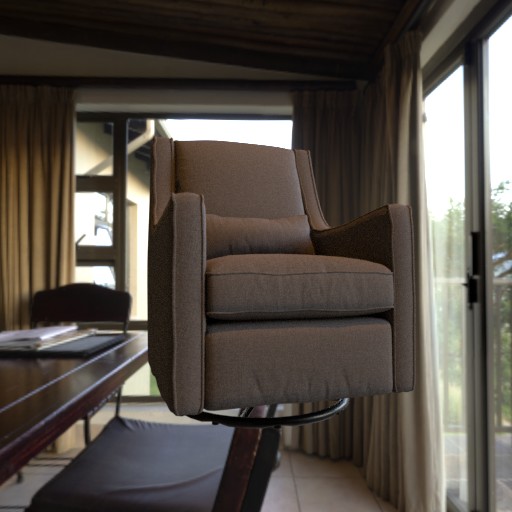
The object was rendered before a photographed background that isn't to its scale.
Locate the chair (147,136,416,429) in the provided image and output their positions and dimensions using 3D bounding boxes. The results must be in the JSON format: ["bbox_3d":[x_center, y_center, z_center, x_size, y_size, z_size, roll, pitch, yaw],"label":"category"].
[{"bbox_3d":[0.000,0.000,1.597,0.732,0.993,0.879,0,-1,-19],"label":"chair"}]
